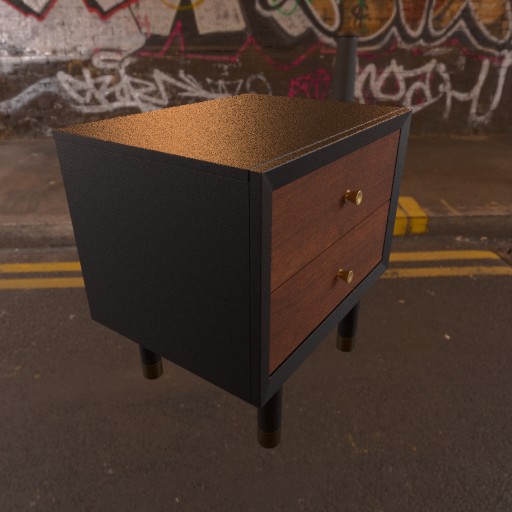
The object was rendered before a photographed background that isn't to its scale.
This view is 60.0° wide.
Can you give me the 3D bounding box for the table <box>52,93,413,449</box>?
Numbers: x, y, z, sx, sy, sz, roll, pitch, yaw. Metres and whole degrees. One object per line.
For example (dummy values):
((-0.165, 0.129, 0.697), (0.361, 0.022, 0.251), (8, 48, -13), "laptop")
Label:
((0.000, 0.000, 0.969), (0.441, 0.584, 0.564), (18, 32, 31), "table")
